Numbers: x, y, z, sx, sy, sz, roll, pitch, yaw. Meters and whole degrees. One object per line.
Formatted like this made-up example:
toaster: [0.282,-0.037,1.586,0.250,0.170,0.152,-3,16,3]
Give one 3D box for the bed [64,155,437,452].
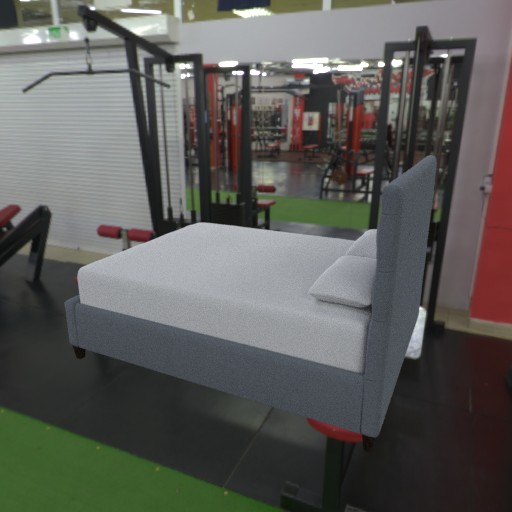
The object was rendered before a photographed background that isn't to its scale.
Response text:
bed: [0.000,0.000,3.299,2.231,1.427,1.698,9,20,25]
